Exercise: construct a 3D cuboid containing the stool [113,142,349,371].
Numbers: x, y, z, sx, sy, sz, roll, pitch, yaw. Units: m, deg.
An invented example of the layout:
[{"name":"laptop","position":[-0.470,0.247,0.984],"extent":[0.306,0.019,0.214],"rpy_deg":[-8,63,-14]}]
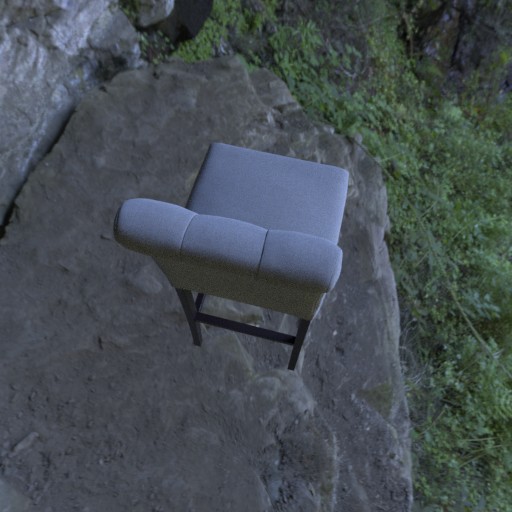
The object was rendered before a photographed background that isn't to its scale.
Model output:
[{"name":"stool","position":[0.000,0.000,1.474],"extent":[0.493,1.140,0.601],"rpy_deg":[13,65,6]}]
